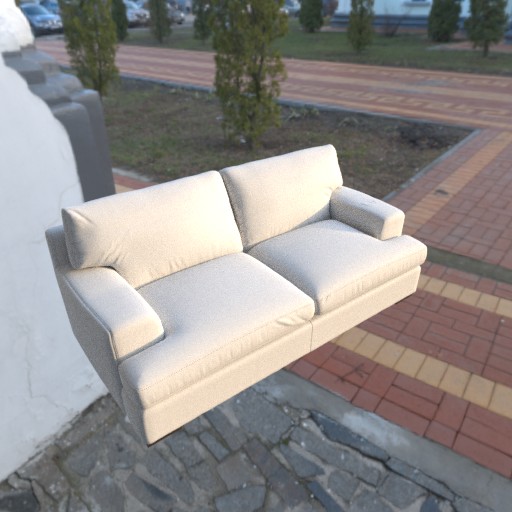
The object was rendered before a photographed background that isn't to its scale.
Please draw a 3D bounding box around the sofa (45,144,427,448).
[{"bbox_3d":[0.000,0.000,2.847,2.261,0.940,1.143,-21,36,-32],"label":"sofa"}]
